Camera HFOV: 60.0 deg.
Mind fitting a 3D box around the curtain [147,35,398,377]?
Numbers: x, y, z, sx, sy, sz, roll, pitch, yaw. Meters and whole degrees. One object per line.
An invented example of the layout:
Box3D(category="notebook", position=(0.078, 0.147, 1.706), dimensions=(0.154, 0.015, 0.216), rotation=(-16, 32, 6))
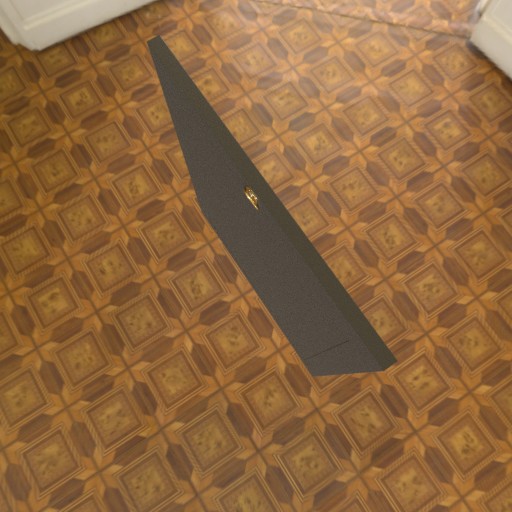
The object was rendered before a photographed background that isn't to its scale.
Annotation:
Box3D(category="curtain", position=(0.000, 0.000, 0.786), dimensions=(0.027, 0.585, 0.483), rotation=(-33, 77, -9))
